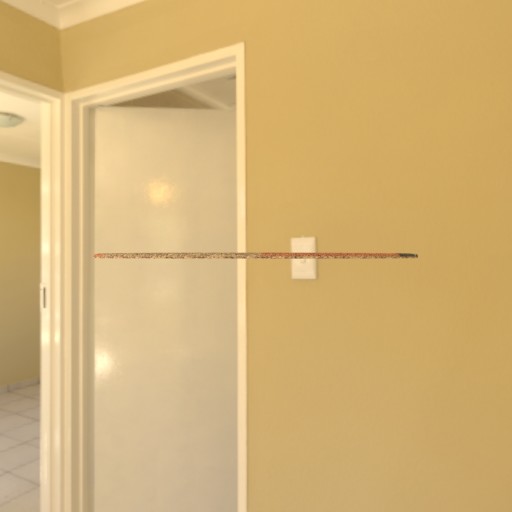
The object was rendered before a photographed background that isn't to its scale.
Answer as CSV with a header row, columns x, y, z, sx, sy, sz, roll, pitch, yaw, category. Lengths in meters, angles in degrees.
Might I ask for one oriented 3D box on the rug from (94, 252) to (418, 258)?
x,y,z,sx,sy,sz,roll,pitch,yaw,category
0.000,0.000,3.570,2.461,0.033,2.461,0,0,0,rug
